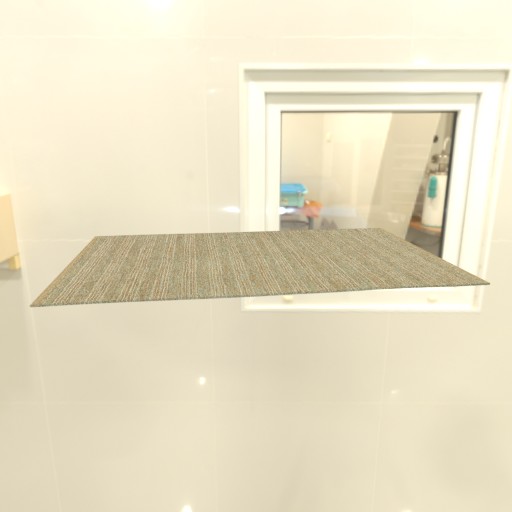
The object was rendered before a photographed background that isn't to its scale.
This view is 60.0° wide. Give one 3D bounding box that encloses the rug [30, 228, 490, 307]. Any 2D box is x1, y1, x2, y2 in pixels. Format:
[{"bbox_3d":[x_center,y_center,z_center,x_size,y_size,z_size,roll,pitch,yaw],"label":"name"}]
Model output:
[{"bbox_3d":[0.000,0.000,3.059,2.448,0.012,1.540,-2,16,-8],"label":"rug"}]
